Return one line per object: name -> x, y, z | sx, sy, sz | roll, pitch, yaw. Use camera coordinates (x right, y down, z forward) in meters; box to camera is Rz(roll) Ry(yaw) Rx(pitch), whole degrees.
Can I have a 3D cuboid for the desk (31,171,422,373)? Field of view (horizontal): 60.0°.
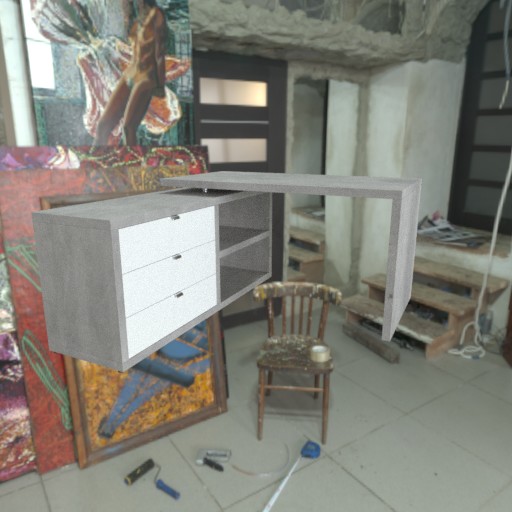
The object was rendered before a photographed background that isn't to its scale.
desk -> 0.000, 0.000, 2.316 | 1.400, 0.740, 1.500 | 7, 16, 26
